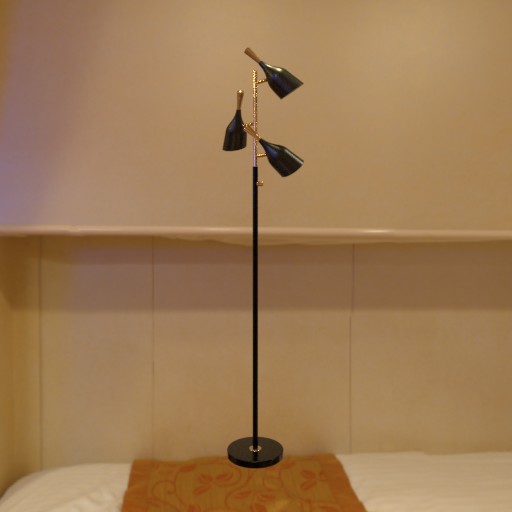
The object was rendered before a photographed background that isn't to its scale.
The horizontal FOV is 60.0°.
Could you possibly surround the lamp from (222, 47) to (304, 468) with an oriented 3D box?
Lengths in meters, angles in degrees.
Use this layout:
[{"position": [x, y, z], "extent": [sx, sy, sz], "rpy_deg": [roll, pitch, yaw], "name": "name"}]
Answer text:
[{"position": [0.000, 0.000, 1.964], "extent": [0.434, 1.778, 0.253], "rpy_deg": [1, 1, 38], "name": "lamp"}]
